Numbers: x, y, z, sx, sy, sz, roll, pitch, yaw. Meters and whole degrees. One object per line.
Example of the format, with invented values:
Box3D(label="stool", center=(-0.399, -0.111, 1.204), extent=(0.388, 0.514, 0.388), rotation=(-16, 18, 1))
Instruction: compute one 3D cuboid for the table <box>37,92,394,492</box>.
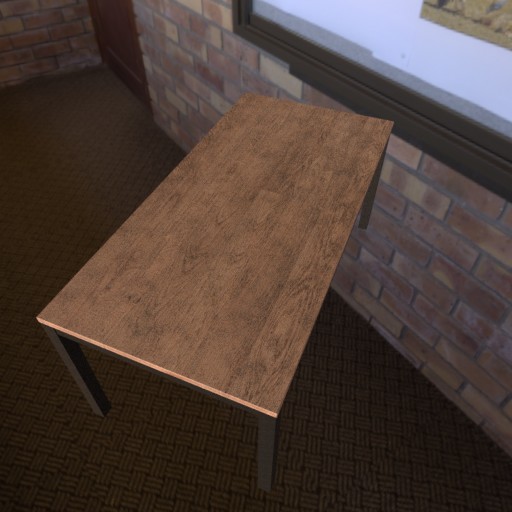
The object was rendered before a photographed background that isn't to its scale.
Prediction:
Box3D(label="table", center=(0.000, 0.000, 2.267), extent=(0.893, 0.767, 1.805), rotation=(17, 49, 16))
